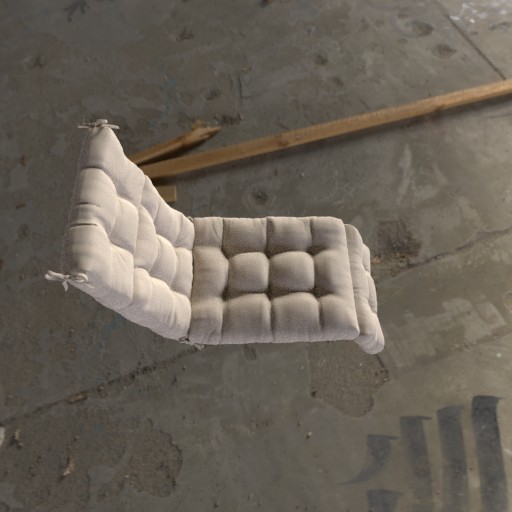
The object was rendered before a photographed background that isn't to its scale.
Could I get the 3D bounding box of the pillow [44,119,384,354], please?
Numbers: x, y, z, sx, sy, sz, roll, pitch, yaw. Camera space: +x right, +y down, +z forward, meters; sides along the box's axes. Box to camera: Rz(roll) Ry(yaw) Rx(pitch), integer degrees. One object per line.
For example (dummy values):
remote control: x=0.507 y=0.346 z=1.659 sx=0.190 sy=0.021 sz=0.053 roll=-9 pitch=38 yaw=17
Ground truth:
pillow: x=0.000 y=0.000 z=1.521 sx=1.016 sy=0.863 sz=0.526 roll=-1 pitch=63 yaw=-1
